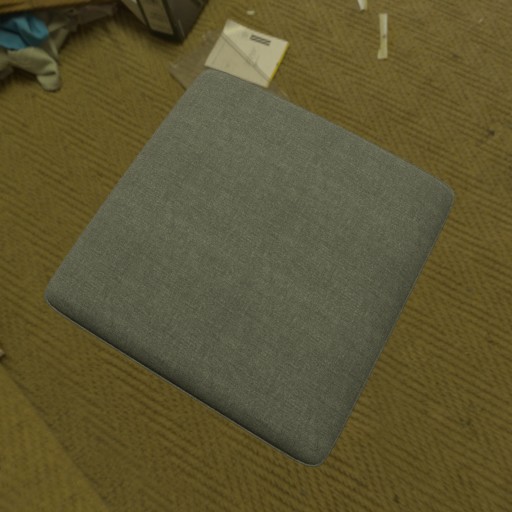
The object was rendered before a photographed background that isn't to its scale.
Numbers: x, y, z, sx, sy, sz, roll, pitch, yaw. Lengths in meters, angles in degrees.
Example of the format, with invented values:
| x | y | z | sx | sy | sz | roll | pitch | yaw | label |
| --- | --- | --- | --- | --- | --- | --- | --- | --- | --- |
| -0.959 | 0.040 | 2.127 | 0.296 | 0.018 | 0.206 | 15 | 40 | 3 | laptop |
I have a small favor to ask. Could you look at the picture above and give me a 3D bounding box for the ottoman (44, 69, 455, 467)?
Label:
| x | y | z | sx | sy | sz | roll | pitch | yaw | label |
| --- | --- | --- | --- | --- | --- | --- | --- | --- | --- |
| 0.000 | 0.000 | 1.668 | 1.067 | 0.559 | 1.067 | 29 | 76 | 8 | ottoman |
